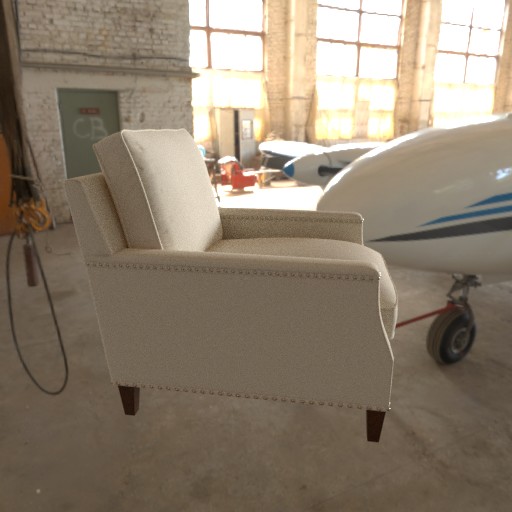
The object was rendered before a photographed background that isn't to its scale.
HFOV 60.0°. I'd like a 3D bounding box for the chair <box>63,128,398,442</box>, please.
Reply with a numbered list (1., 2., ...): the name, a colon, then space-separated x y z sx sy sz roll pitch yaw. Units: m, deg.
1. chair: 0.000 0.000 1.707 1.014 0.943 0.853 3 17 9
